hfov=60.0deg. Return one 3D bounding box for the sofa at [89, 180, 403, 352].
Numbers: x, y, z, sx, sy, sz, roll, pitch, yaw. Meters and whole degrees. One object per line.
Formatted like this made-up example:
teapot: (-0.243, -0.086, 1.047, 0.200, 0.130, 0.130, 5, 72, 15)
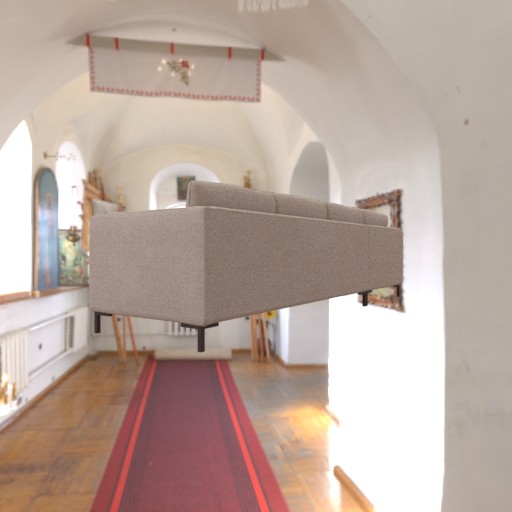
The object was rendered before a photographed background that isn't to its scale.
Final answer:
sofa: (0.000, 0.000, 3.549, 1.469, 0.816, 2.923, 1, 1, 35)
